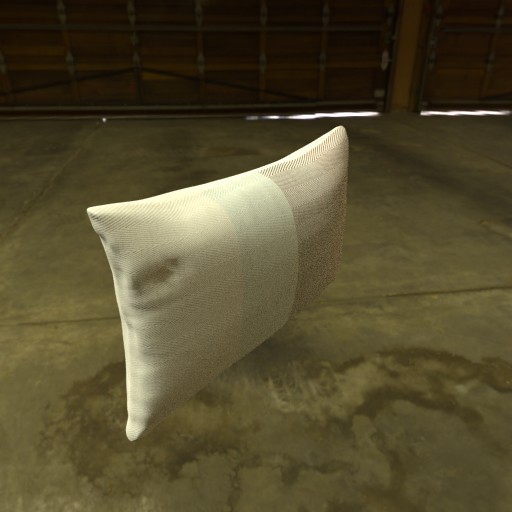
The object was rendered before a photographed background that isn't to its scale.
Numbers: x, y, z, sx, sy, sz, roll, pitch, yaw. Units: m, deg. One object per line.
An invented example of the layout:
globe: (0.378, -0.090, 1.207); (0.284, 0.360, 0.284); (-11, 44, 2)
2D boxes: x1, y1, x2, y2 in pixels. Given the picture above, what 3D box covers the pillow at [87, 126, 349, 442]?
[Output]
pillow: (0.000, 0.000, 0.650); (0.139, 0.305, 0.506); (18, 32, 33)
